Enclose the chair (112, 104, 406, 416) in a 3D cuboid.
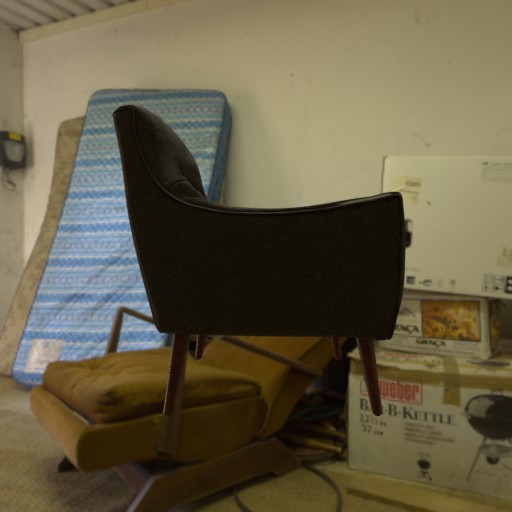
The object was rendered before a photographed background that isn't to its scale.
[{"bbox_3d":[0.000,0.000,1.475,0.787,0.838,0.762,0,1,0],"label":"chair"}]
